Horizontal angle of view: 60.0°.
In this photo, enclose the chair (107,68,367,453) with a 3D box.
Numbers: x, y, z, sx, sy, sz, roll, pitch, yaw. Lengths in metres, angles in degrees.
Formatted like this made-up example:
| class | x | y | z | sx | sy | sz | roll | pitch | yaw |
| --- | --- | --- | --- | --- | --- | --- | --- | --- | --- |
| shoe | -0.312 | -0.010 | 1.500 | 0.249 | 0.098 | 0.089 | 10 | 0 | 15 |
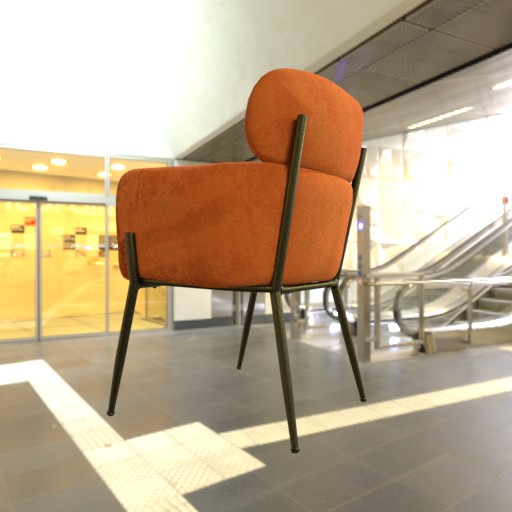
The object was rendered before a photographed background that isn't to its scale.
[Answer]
| class | x | y | z | sx | sy | sz | roll | pitch | yaw |
| --- | --- | --- | --- | --- | --- | --- | --- | --- | --- |
| chair | 0.000 | 0.000 | 1.145 | 0.523 | 0.772 | 0.561 | 0 | 0 | 34 |
